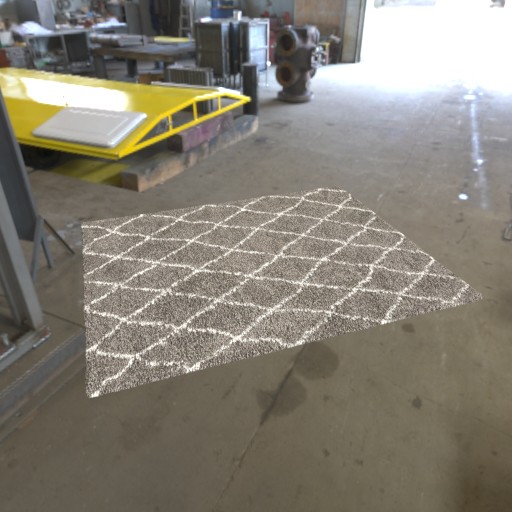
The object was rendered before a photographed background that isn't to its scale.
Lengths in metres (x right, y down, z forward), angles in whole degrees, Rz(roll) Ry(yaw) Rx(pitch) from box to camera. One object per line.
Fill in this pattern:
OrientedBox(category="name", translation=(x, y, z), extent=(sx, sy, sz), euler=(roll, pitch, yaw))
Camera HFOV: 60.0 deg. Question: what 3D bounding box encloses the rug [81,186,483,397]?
OrientedBox(category="rug", translation=(0.000, 0.000, 4.109), extent=(3.047, 0.029, 2.438), euler=(-10, 33, -16))
